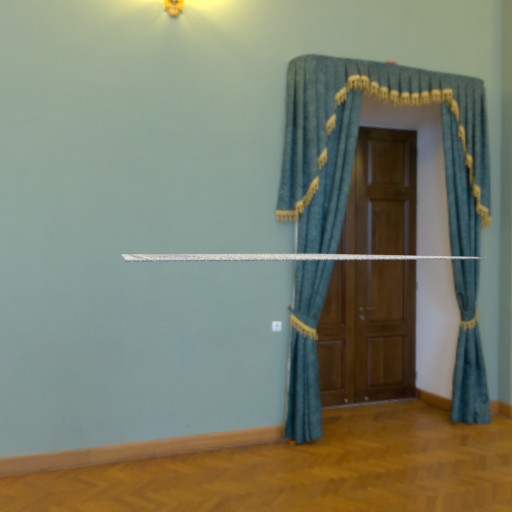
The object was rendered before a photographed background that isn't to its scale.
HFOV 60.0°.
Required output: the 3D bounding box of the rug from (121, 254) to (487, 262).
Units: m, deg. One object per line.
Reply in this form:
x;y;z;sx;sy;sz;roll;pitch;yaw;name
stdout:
0.000;0.000;3.981;2.312;0.013;2.940;0;1;-17;rug
